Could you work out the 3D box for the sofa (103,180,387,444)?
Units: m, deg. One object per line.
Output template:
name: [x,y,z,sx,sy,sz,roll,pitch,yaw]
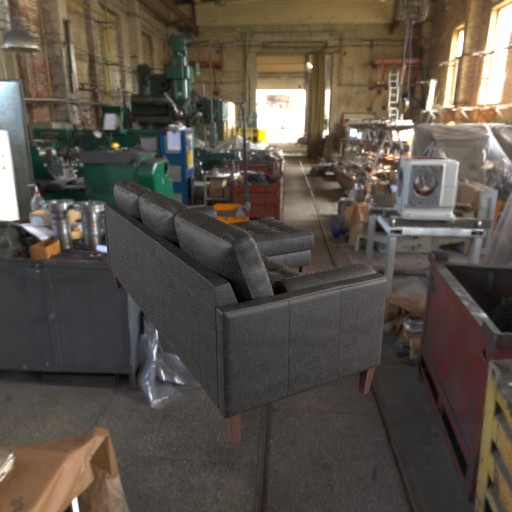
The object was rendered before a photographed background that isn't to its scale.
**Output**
sofa: [0.000,0.000,2.908,1.497,0.876,2.178,-9,19,-28]
